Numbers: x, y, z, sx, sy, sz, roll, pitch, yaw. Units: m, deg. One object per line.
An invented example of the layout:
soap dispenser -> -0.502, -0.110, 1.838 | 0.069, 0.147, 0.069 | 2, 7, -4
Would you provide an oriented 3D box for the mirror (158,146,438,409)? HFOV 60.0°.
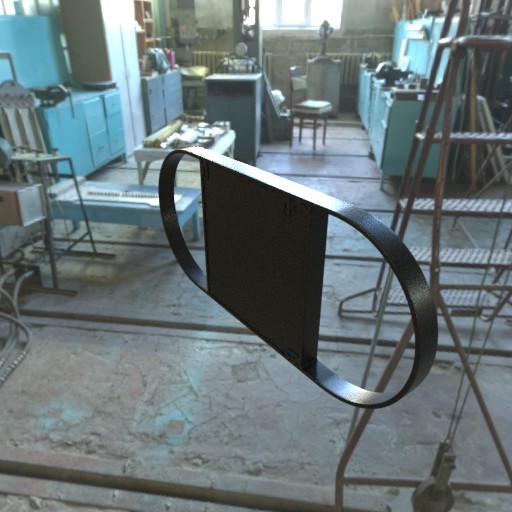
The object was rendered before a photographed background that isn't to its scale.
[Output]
mirror -> 0.000, 0.000, 0.662 | 0.032, 0.254, 0.584 | -19, 33, -32
